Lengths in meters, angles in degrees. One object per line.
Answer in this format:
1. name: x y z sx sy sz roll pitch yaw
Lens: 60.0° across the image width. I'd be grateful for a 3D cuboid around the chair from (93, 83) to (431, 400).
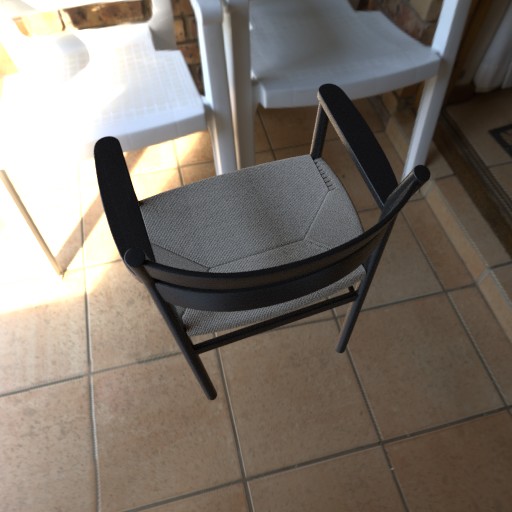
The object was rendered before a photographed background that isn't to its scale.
1. chair: 0.000 0.000 1.173 0.630 0.775 0.508 -17 59 -10
